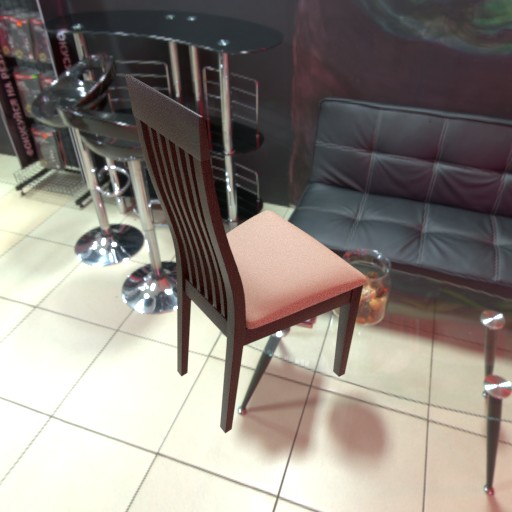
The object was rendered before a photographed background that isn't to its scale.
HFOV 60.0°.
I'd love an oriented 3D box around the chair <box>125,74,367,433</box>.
[{"bbox_3d":[0.000,0.000,1.273,0.474,1.027,0.460,-26,46,-28],"label":"chair"}]
